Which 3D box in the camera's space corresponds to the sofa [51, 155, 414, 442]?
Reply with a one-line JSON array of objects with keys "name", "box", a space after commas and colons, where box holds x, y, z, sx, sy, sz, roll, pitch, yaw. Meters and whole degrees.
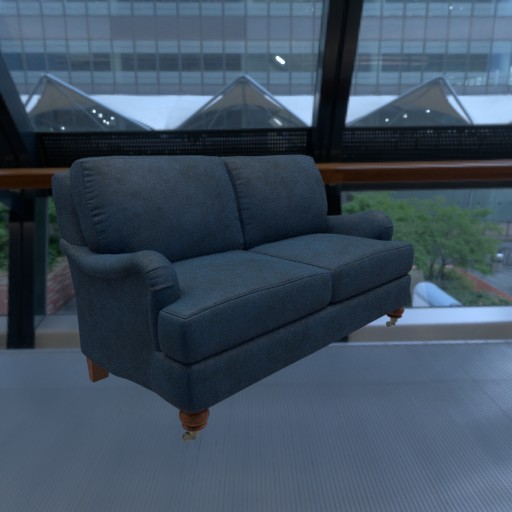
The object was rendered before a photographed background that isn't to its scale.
[{"name": "sofa", "box": [0.000, 0.000, 2.492, 1.084, 1.101, 1.853, 12, 18, 43]}]
